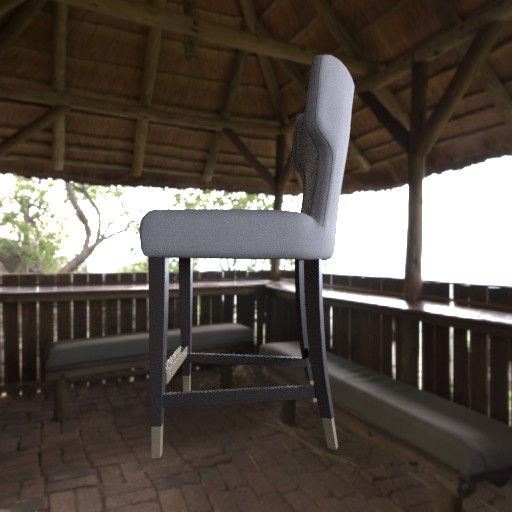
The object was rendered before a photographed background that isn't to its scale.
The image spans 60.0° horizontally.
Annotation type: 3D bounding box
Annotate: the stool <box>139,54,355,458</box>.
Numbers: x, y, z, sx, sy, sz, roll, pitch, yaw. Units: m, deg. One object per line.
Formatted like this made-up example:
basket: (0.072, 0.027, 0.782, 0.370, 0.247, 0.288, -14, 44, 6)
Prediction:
stool: (0.000, 0.000, 1.313, 0.563, 0.982, 0.527, 0, 0, 0)
